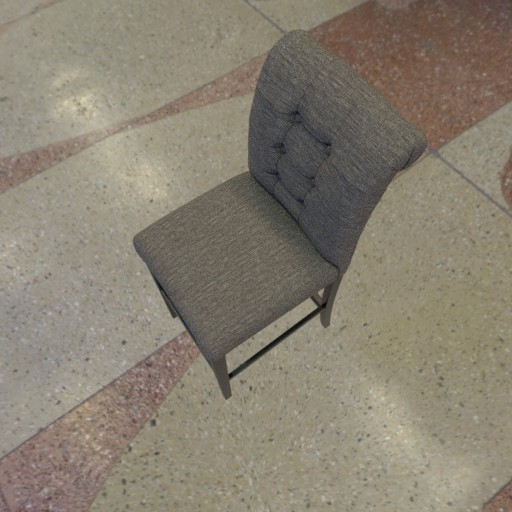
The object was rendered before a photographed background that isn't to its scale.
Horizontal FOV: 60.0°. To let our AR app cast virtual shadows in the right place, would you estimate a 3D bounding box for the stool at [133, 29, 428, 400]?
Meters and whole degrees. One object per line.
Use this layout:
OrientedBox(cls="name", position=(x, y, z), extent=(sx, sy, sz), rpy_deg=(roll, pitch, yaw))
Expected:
OrientedBox(cls="stool", position=(0.000, 0.000, 1.404), extent=(0.613, 1.131, 0.452), rpy_deg=(-32, 67, -15))
